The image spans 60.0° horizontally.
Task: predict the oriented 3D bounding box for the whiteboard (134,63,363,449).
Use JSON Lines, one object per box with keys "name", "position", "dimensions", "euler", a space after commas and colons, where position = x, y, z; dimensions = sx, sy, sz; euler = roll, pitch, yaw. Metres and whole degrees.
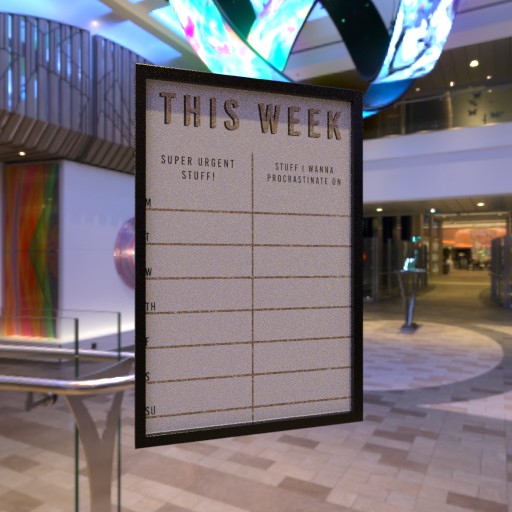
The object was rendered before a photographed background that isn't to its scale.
{"name": "whiteboard", "position": [0.000, 0.000, 0.770], "dimensions": [0.406, 0.611, 0.026], "euler": [0, 0, -17]}
